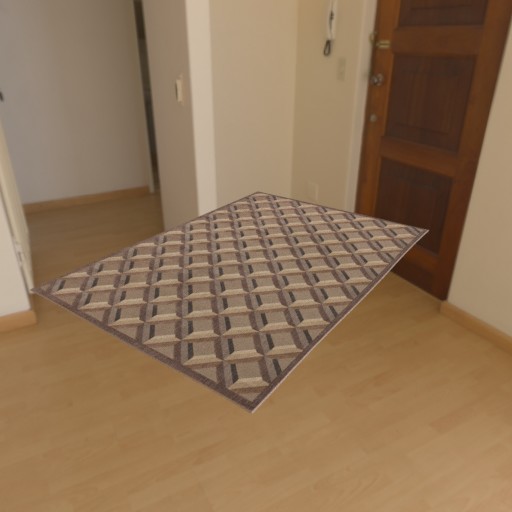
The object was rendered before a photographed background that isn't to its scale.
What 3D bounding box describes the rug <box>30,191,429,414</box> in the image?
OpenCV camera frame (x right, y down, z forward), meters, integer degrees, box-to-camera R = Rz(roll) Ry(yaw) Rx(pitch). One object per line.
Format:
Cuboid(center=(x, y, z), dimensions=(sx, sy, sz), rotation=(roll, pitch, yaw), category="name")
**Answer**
Cuboid(center=(0.000, 0.000, 2.956), dimensions=(1.600, 0.013, 2.260), rotation=(18, 31, 32), category="rug")
